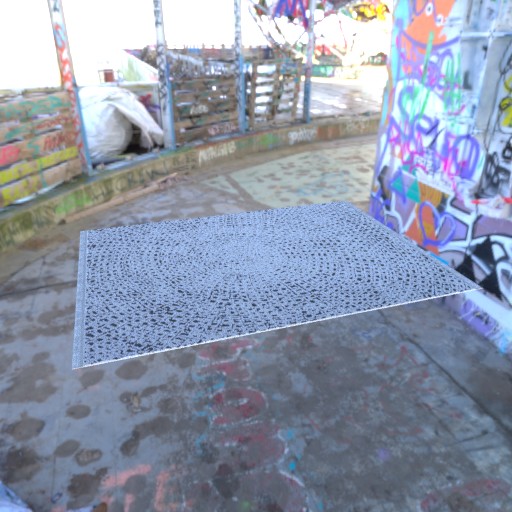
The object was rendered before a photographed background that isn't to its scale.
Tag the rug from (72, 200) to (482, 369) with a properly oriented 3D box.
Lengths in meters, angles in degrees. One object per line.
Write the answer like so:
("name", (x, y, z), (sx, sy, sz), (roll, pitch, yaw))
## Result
("rug", (0.000, 0.000, 2.156), (1.634, 0.003, 1.190), (-8, 27, -16))
